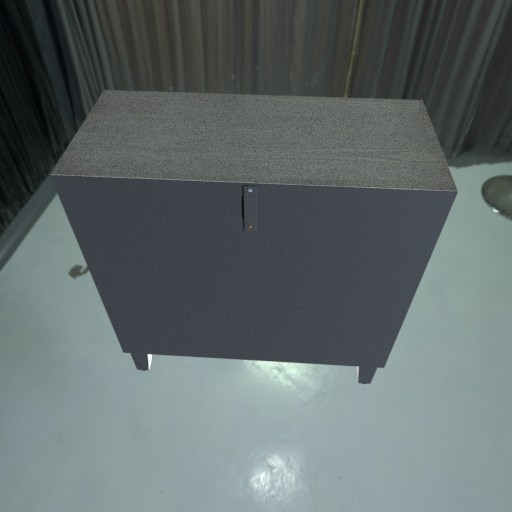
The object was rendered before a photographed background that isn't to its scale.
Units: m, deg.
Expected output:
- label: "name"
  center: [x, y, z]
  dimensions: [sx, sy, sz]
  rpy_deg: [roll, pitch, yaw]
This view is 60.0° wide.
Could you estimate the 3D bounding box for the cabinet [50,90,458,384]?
- label: "cabinet"
  center: [0.000, 0.000, 1.255]
  dimensions: [0.781, 0.787, 0.370]
  rpy_deg: [3, 47, 3]
